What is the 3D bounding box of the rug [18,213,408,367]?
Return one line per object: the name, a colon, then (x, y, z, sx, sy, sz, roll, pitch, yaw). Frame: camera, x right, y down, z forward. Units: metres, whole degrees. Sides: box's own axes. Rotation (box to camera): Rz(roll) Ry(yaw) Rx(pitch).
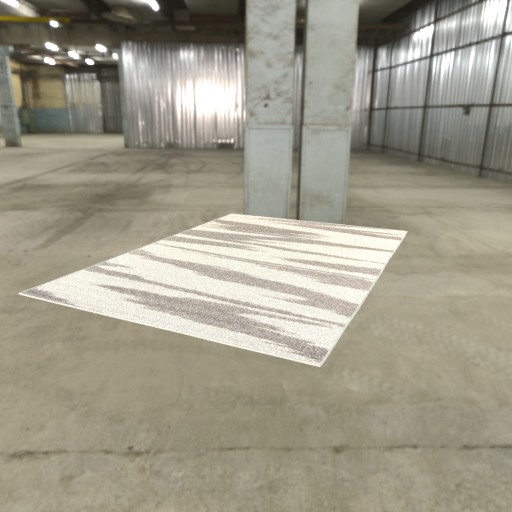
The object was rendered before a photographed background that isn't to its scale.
rug: (0.000, 0.000, 2.749, 1.533, 0.010, 2.142, 8, 19, 25)
